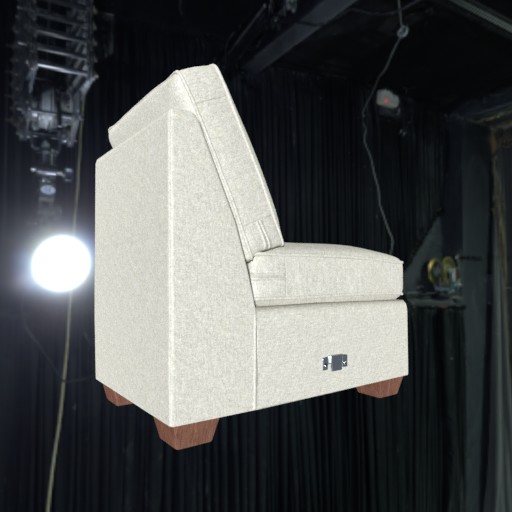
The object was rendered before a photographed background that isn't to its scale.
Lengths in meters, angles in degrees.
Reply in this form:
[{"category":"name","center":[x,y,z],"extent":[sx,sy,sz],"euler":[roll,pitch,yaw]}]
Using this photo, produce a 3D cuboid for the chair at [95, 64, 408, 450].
[{"category":"chair","center":[0.000,0.000,1.683],"extent":[1.020,1.058,0.674],"euler":[2,-3,-36]}]
